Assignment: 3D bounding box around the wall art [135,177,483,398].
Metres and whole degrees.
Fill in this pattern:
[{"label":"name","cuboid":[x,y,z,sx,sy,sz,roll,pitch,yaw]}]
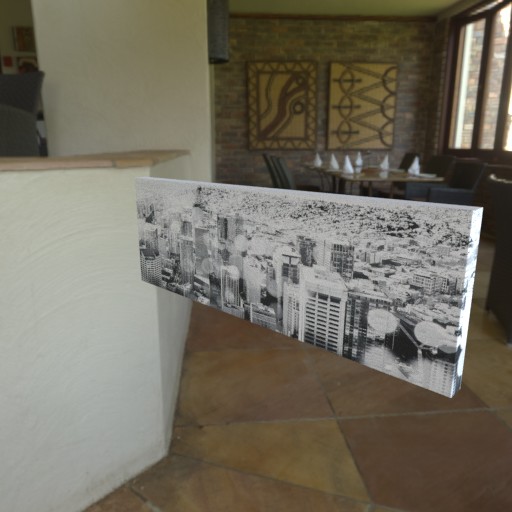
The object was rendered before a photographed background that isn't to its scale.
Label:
[{"label":"wall art","cuboid":[0.000,0.000,0.835,0.763,0.255,0.038,13,19,42]}]
